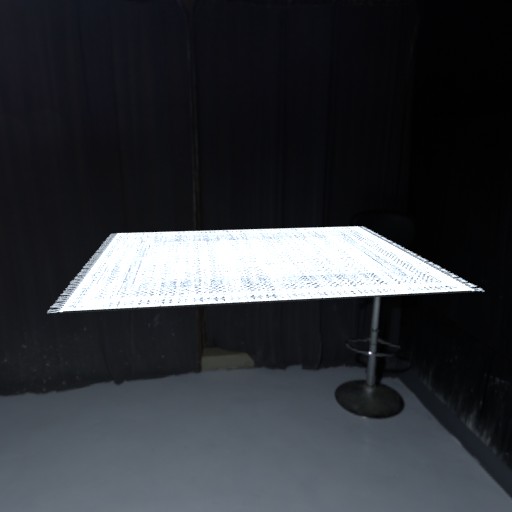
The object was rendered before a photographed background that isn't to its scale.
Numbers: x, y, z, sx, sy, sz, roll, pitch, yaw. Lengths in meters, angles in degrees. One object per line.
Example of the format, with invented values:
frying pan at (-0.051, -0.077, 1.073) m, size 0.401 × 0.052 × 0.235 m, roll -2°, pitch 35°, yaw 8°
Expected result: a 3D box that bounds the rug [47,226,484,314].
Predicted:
rug at (0.000, 0.000, 4.000) m, size 2.940 × 0.013 × 2.312 m, roll -2°, pitch 15°, yaw -8°
